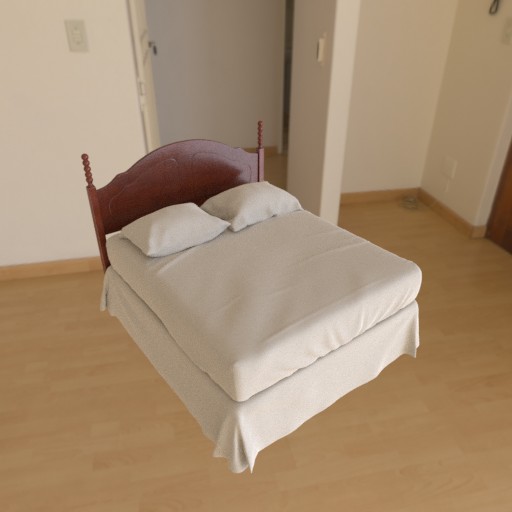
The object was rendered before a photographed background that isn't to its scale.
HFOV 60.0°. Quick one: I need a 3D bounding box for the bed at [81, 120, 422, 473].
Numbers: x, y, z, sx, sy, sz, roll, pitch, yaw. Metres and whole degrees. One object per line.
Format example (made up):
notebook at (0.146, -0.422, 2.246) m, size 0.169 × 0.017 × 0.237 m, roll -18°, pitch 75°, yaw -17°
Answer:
bed at (0.000, 0.000, 3.273) m, size 1.873 × 1.356 × 2.040 m, roll -21°, pitch 37°, yaw -31°
